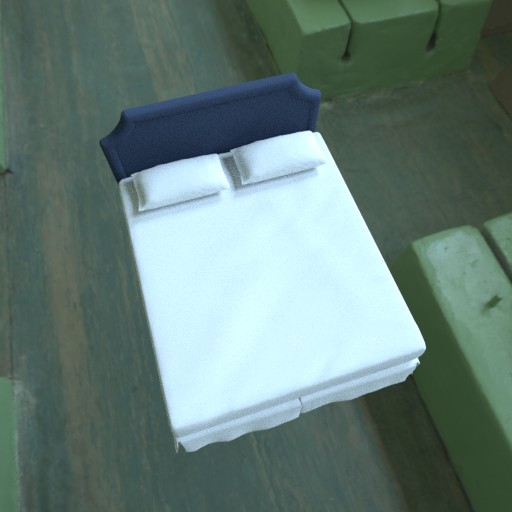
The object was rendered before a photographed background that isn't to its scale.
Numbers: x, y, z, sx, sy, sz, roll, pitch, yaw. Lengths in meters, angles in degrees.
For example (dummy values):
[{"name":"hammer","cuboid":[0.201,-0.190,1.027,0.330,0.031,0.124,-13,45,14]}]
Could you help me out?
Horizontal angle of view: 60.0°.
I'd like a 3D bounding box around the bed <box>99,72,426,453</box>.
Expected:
[{"name":"bed","cuboid":[0.000,0.000,4.084,2.350,1.488,2.773,-16,64,-8]}]
